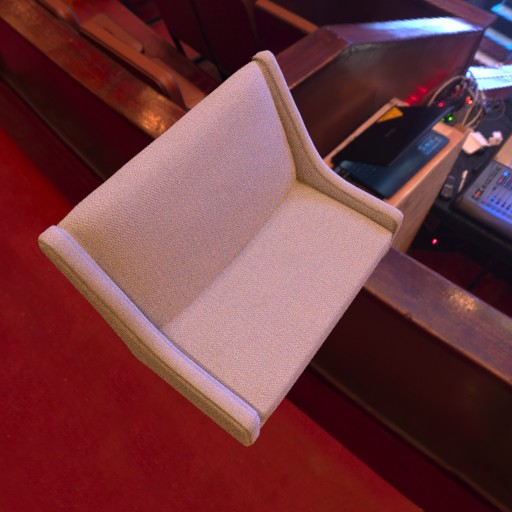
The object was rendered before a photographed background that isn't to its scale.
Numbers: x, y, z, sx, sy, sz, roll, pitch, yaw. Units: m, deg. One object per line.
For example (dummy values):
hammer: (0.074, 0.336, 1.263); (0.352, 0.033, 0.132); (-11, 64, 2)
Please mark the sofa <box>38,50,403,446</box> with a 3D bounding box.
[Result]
sofa: (0.000, 0.000, 1.942); (0.870, 1.022, 1.242); (33, 65, 18)
